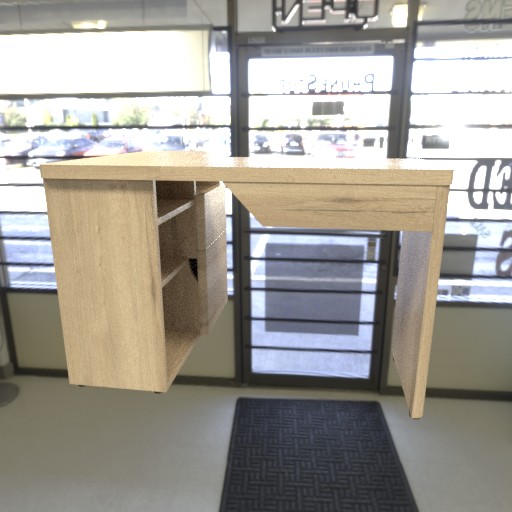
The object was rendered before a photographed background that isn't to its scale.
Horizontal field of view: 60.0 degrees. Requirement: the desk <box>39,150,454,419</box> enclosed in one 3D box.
[{"bbox_3d":[0.000,0.000,1.742,1.169,0.760,0.900,2,16,8],"label":"desk"}]
